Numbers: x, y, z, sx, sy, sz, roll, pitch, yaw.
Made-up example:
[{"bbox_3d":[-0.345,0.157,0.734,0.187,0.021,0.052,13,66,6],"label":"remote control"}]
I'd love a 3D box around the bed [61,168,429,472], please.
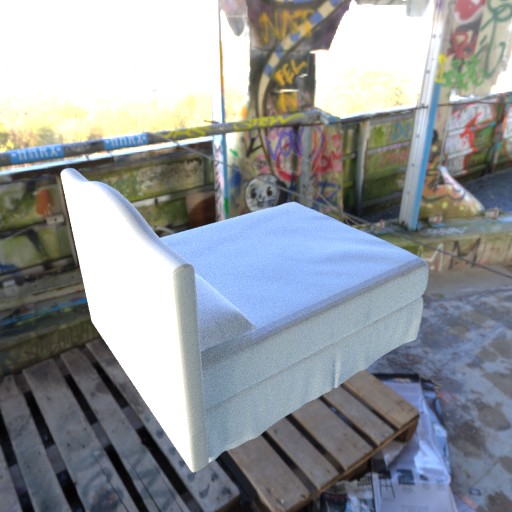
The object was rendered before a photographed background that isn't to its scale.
[{"bbox_3d":[0.000,0.000,3.316,2.143,1.460,1.753,-19,33,-31],"label":"bed"}]
